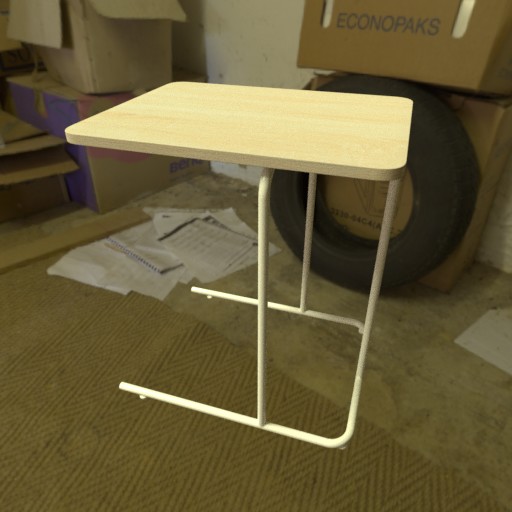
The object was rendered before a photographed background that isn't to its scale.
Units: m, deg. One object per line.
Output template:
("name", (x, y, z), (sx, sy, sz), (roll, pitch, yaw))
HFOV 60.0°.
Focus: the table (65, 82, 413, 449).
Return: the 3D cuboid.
("table", (0.000, 0.000, 0.866), (0.480, 0.550, 0.370), (10, 34, 15))
